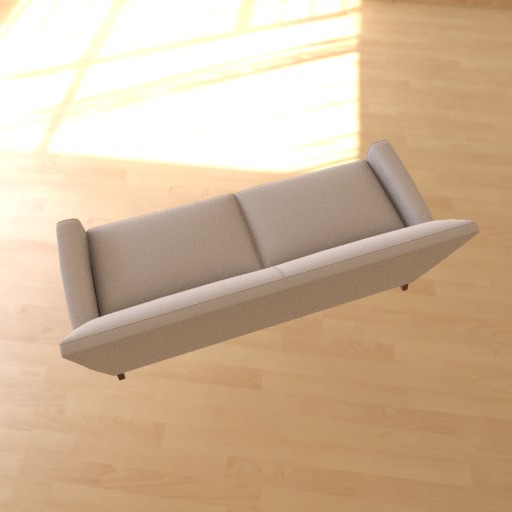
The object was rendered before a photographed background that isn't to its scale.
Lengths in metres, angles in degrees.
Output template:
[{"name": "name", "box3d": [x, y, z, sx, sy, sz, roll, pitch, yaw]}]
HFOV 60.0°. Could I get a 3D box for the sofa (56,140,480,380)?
[{"name": "sofa", "box3d": [0.000, 0.000, 2.457, 2.000, 0.846, 0.875, -16, 60, -9]}]
